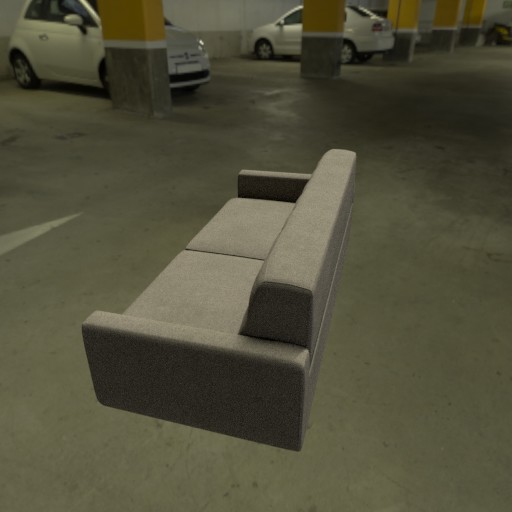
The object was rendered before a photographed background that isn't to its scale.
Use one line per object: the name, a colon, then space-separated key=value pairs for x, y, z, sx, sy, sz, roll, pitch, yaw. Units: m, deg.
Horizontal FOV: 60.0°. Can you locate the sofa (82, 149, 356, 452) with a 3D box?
sofa: x=0.000 y=0.000 z=2.485 sx=0.909 sy=0.841 sz=2.029 roll=8 pitch=29 yaw=14
